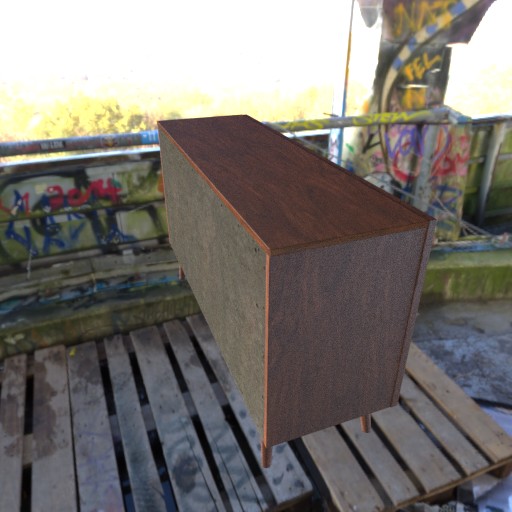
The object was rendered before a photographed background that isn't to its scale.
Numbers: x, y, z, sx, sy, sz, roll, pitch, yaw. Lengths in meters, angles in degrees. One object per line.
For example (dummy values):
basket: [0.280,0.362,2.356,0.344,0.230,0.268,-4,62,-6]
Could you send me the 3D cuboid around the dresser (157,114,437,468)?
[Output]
dresser: [0.000,0.000,1.914,0.500,0.889,1.472,-11,31,-18]
